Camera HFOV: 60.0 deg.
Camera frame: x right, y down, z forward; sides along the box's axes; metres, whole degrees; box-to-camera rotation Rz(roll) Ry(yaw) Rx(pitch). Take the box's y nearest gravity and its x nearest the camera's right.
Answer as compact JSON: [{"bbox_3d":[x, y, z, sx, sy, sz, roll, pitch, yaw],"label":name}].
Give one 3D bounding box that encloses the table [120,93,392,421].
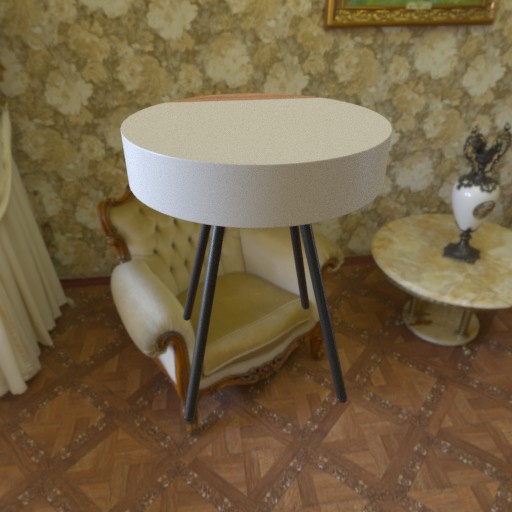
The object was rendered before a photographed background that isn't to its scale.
[{"bbox_3d":[0.000,0.000,0.866,0.450,0.525,0.450,0,31,0],"label":"table"}]
